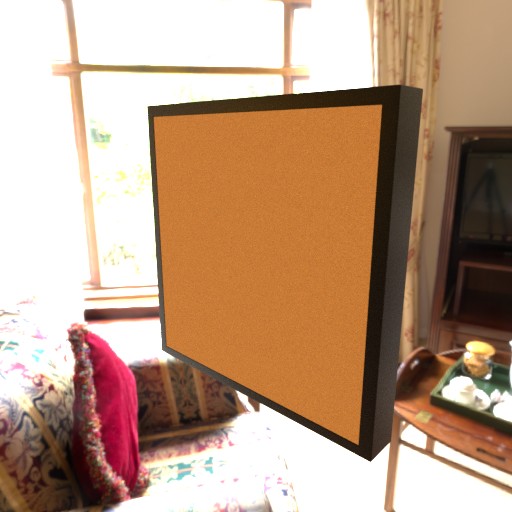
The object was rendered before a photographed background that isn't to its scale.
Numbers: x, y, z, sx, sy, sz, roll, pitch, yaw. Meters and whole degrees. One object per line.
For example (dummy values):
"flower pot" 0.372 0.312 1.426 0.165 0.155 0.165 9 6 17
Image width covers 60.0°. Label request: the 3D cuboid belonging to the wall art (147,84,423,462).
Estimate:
"wall art" 0.000 0.000 0.447 0.299 0.299 0.037 14 20 41
